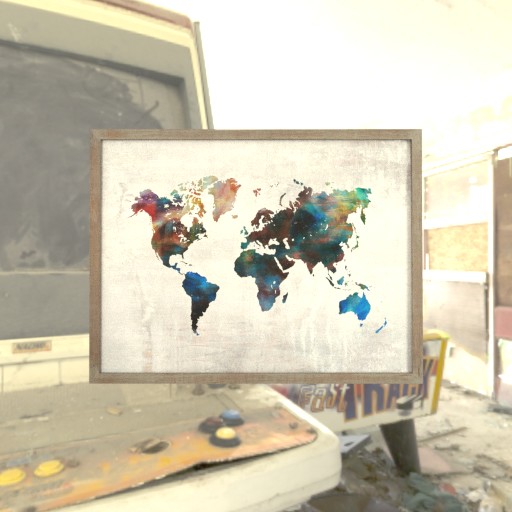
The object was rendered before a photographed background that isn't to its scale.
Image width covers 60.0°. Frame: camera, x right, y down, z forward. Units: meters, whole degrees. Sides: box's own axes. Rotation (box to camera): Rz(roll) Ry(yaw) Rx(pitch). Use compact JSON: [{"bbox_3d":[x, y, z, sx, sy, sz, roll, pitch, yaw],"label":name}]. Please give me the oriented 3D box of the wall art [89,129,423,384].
[{"bbox_3d":[0.000,0.000,1.357,1.012,0.774,0.019,0,-1,0],"label":"wall art"}]
